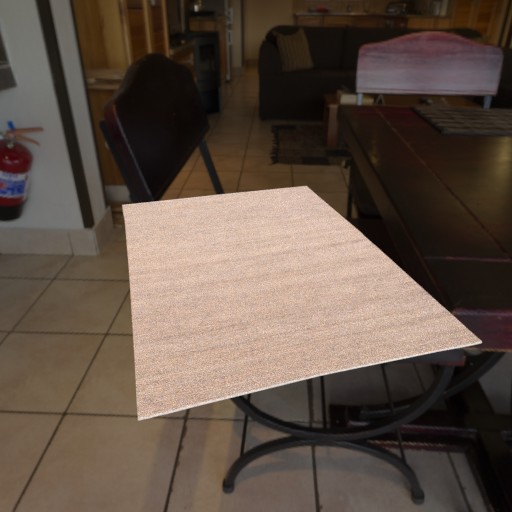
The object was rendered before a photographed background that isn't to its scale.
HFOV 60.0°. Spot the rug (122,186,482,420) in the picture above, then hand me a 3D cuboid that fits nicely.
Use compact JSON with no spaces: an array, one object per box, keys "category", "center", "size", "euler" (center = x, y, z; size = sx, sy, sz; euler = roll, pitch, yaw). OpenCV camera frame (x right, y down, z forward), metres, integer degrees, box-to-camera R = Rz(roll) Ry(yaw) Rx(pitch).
[{"category":"rug","center":[0.000,0.000,2.875],"size":[1.624,0.030,2.264],"euler":[-8,30,-14]}]
